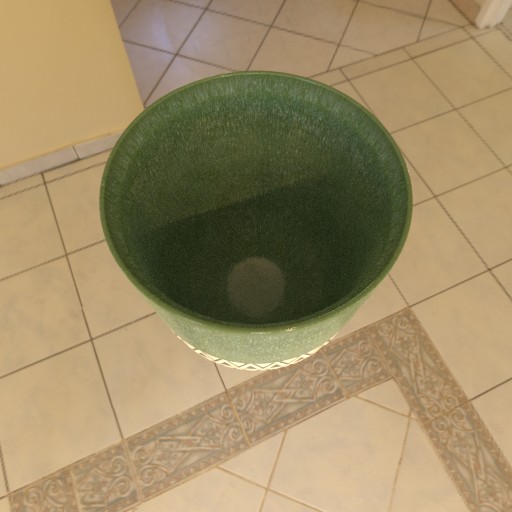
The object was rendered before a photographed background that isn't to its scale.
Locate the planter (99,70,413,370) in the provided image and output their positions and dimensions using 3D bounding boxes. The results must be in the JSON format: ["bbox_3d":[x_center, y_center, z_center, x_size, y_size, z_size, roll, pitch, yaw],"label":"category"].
[{"bbox_3d":[0.000,0.000,0.373,0.195,0.214,0.195,0,64,0],"label":"planter"}]
